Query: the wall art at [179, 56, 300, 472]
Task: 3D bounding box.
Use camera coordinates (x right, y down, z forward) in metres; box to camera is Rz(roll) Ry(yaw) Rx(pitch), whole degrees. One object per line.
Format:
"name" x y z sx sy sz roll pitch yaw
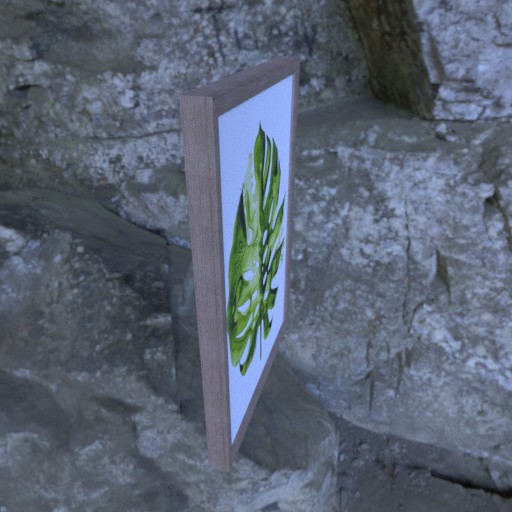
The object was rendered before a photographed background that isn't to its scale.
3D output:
"wall art" 0.000 0.000 0.654 0.031 0.509 0.356 9 31 15
